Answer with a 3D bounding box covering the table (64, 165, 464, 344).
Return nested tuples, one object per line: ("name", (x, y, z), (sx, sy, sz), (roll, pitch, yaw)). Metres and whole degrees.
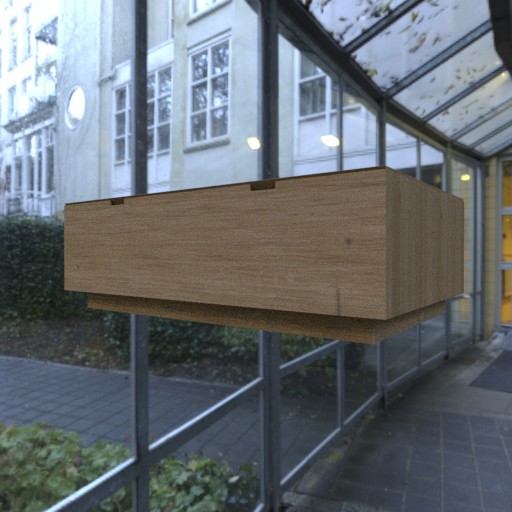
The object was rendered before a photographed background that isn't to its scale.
("table", (0.000, 0.000, 1.438), (1.110, 0.353, 0.678), (0, 1, 37))
